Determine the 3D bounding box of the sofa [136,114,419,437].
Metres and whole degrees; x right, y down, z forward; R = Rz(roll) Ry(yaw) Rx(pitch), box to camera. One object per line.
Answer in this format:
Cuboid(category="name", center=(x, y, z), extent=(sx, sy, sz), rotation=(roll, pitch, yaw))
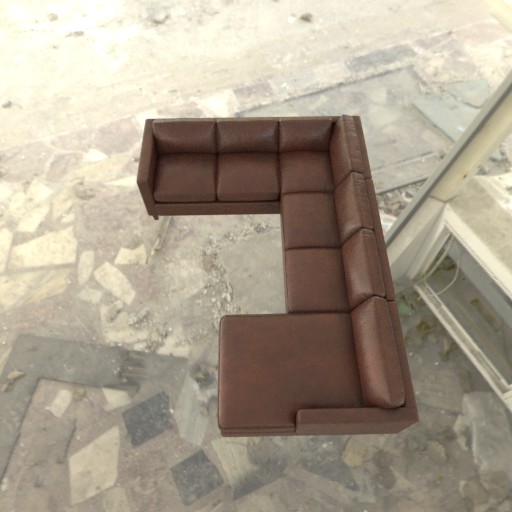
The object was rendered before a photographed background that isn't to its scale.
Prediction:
Cuboid(category="sofa", center=(0.000, 0.000, 4.463), extent=(2.452, 0.891, 3.324), rotation=(-1, 60, -1))
